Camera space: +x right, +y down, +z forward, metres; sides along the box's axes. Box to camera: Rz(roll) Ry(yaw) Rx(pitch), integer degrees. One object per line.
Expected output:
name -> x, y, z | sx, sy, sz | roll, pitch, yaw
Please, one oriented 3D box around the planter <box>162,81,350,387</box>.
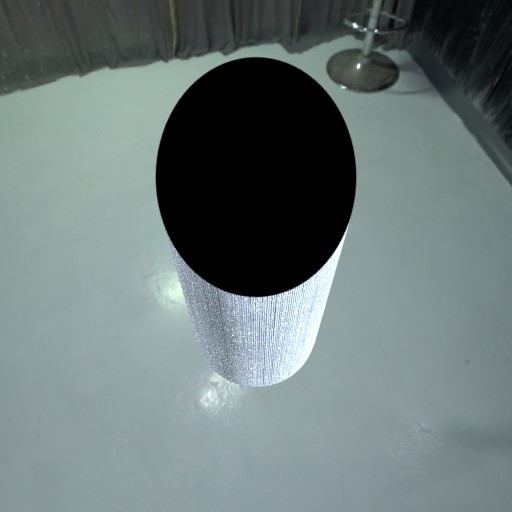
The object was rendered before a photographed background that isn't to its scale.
planter -> 0.000, 0.000, 0.127 | 0.045, 0.103, 0.045 | -16, 58, -10
